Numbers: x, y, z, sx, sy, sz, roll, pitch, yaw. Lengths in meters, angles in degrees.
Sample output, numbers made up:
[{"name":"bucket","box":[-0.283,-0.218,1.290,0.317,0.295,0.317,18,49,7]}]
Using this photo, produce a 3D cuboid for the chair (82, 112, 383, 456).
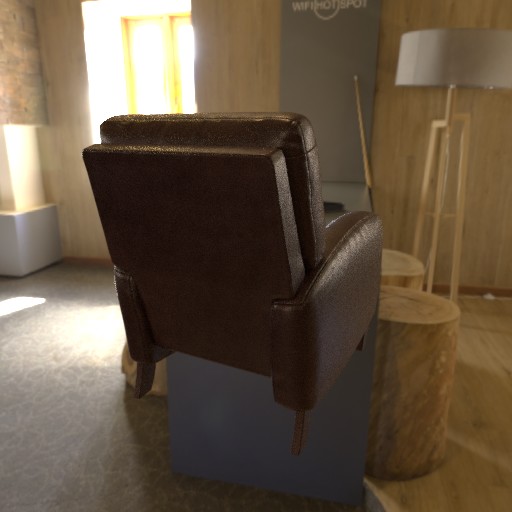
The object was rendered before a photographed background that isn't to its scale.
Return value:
[{"name":"chair","box":[0.000,0.000,1.637,0.762,0.990,0.990,8,18,26]}]
